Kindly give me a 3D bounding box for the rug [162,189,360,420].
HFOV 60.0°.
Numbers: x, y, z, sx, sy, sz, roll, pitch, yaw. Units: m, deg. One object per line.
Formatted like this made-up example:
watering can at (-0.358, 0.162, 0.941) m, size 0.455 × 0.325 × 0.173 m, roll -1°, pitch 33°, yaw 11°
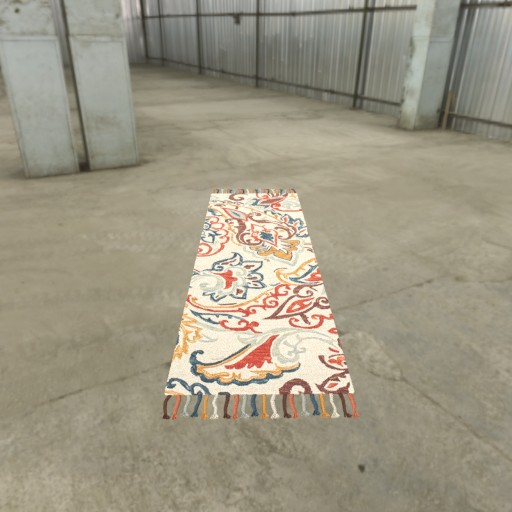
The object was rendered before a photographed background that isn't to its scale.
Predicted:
rug at (0.000, 0.000, 2.859) m, size 0.763 × 0.015 × 2.682 m, roll 0°, pitch 27°, yaw -1°
